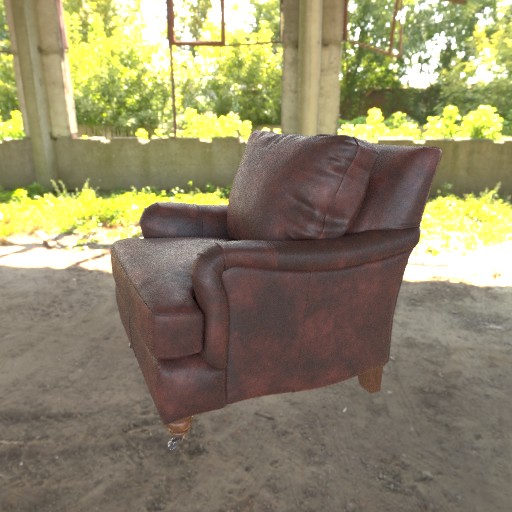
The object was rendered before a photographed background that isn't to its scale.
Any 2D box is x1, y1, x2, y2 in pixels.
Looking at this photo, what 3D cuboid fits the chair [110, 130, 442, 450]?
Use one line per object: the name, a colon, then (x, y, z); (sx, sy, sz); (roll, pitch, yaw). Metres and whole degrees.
chair: (0.000, 0.000, 1.937); (1.156, 1.051, 0.987); (-7, 18, -24)
